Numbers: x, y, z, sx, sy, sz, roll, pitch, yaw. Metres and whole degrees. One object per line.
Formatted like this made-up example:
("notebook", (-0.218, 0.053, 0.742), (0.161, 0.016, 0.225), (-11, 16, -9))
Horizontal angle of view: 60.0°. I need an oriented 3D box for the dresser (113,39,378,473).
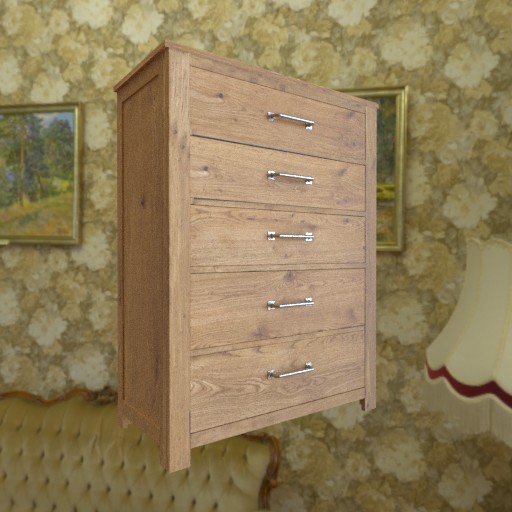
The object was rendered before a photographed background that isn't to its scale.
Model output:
("dresser", (0.000, 0.000, 1.961), (1.081, 1.431, 0.558), (0, 1, -36))
